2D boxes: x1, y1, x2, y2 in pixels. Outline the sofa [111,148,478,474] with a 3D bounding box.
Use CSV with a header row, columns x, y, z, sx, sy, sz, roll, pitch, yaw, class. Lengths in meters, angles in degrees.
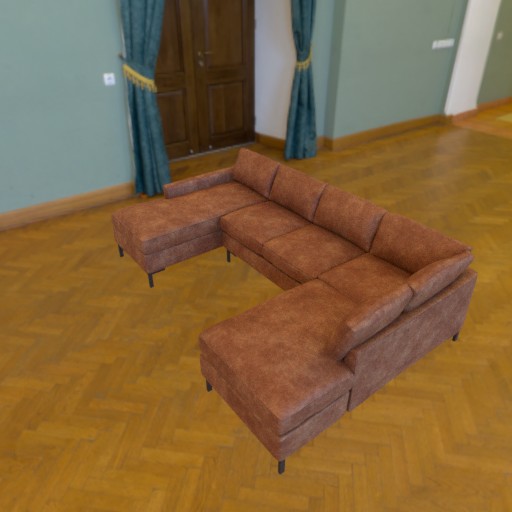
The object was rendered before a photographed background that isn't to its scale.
x,y,z,sx,sy,sz,roll,pitch,yaw,class
0.000,0.000,3.832,1.939,0.900,2.956,-22,38,-31,sofa
